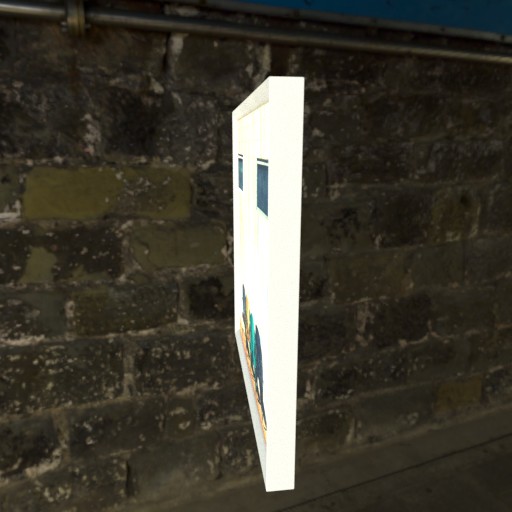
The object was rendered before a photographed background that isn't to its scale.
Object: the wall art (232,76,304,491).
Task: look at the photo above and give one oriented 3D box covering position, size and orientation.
[{"bbox_3d":[0.000,0.000,0.764,0.037,0.508,0.508,-2,14,-7],"label":"wall art"}]
